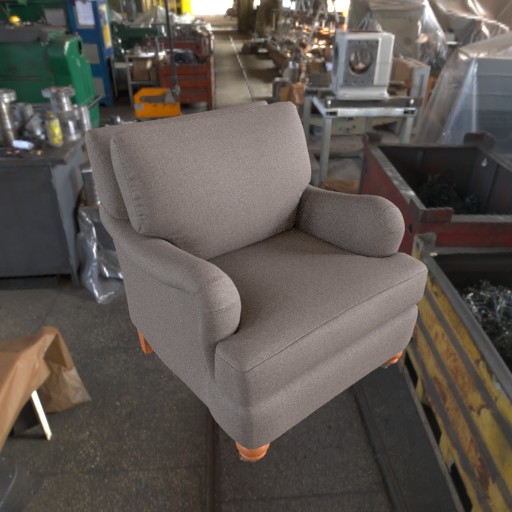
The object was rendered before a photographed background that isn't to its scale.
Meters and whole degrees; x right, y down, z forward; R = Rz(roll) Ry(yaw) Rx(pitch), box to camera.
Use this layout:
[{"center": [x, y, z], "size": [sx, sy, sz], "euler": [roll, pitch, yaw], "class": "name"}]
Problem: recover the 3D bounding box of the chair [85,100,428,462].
[{"center": [0.000, 0.000, 1.808], "size": [0.955, 1.038, 1.070], "euler": [-22, 37, -32], "class": "chair"}]
